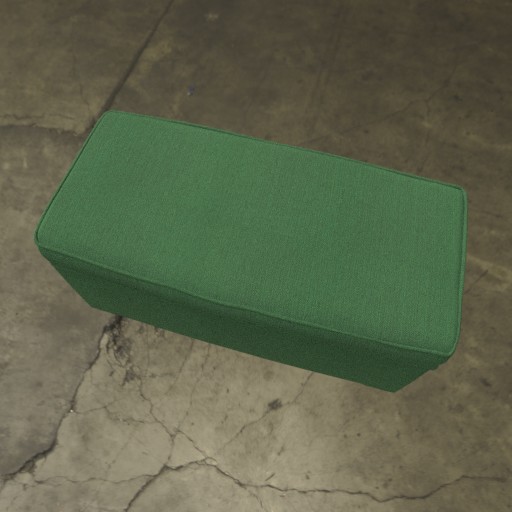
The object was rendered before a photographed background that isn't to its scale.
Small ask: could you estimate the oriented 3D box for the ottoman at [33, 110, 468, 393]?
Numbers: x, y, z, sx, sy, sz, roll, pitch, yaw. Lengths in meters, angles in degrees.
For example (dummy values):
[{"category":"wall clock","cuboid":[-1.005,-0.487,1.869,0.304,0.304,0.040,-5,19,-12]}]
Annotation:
[{"category":"ottoman","cuboid":[0.000,0.000,1.212,0.957,0.471,0.483,14,64,7]}]
